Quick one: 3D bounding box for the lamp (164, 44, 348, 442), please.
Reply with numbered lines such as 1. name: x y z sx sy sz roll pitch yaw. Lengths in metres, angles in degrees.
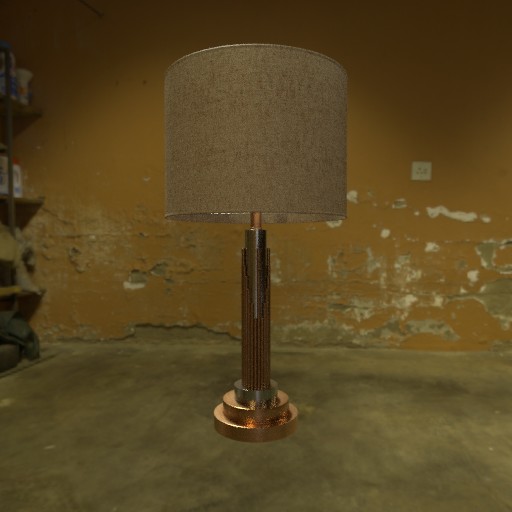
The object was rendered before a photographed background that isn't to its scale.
1. lamp: 0.000 0.000 0.797 0.321 0.610 0.321 -1 2 -37
